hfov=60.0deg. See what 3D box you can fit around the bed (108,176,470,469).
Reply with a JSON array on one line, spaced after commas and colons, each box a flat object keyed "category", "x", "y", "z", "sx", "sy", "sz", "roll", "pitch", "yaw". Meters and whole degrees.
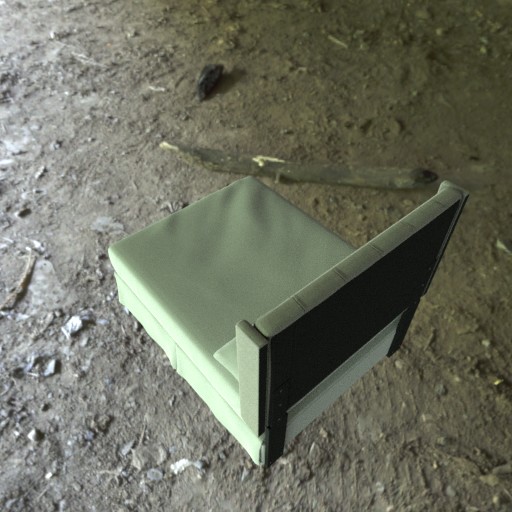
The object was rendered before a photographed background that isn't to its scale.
[{"category": "bed", "x": 0.000, "y": 0.000, "z": 3.430, "sx": 1.719, "sy": 1.665, "sz": 2.066, "roll": -31, "pitch": 54, "yaw": -27}]
